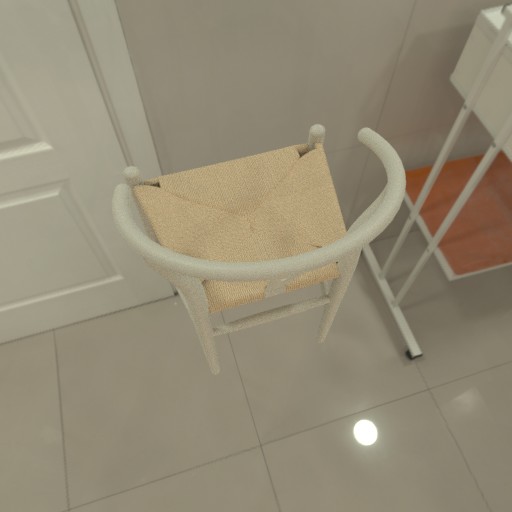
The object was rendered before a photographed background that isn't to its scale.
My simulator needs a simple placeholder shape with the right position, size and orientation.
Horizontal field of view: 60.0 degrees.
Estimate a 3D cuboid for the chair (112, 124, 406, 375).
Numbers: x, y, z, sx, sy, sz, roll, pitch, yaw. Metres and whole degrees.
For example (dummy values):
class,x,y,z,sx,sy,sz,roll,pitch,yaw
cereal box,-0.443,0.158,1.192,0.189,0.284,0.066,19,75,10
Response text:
class,x,y,z,sx,sy,sz,roll,pitch,yaw
chair,0.000,0.000,1.076,0.533,0.736,0.500,-15,60,-9
